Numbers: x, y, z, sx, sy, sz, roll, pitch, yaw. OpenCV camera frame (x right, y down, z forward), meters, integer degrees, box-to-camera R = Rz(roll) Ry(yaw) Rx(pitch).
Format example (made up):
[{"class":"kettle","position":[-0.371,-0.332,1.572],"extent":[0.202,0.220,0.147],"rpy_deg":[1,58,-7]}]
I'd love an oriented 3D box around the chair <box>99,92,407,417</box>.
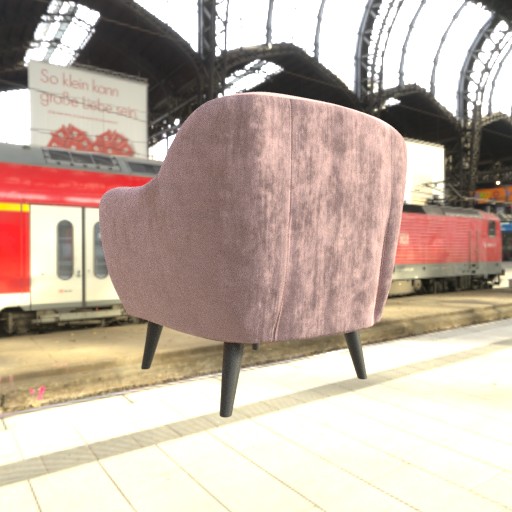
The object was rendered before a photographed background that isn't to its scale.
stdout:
[{"class":"chair","position":[0.000,0.000,1.495],"extent":[0.840,0.820,0.820],"rpy_deg":[-1,1,-37]}]
